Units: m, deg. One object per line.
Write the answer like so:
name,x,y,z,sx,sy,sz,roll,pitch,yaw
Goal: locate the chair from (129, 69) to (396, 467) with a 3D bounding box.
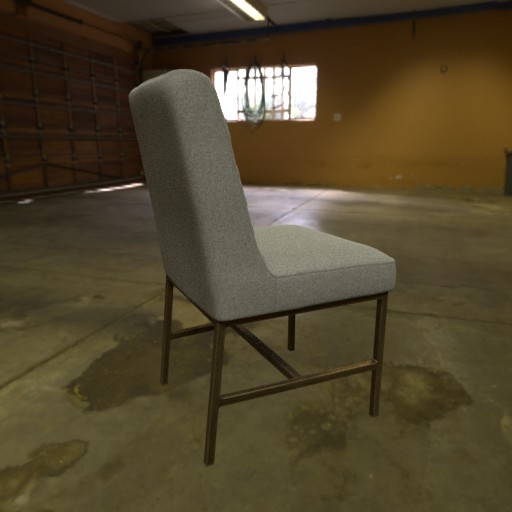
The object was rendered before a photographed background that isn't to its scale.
chair,0.000,0.000,1.240,0.587,0.889,0.508,-7,16,-26
